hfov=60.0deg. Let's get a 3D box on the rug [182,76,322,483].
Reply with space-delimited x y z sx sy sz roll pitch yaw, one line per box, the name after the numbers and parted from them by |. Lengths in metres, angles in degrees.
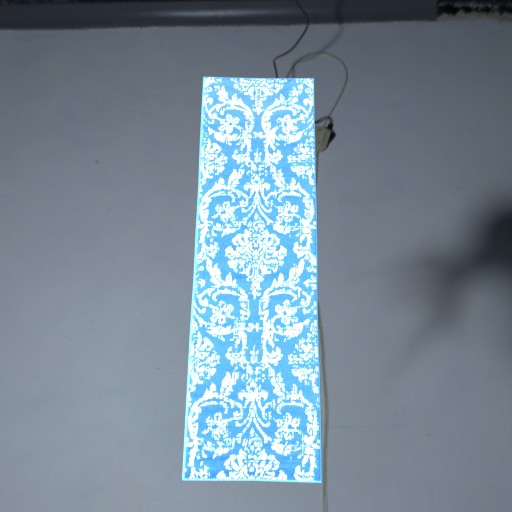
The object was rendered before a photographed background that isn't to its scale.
0.000 0.000 2.363 0.662 0.011 2.196 1 76 0 | rug
